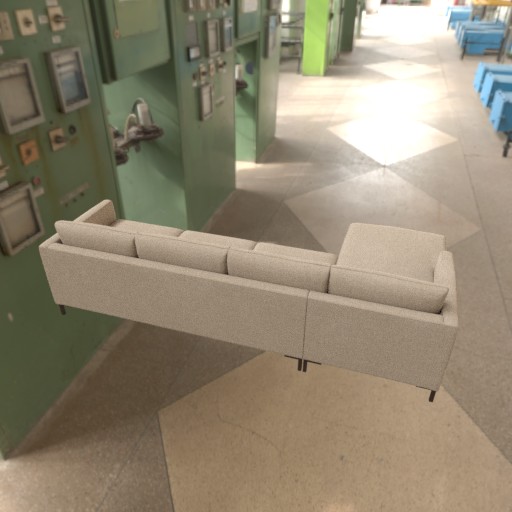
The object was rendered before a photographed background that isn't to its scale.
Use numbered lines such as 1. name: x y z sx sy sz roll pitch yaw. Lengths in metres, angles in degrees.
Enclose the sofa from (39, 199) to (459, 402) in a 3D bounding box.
1. sofa: 0.000 0.000 3.546 2.923 0.816 1.469 10 34 15
